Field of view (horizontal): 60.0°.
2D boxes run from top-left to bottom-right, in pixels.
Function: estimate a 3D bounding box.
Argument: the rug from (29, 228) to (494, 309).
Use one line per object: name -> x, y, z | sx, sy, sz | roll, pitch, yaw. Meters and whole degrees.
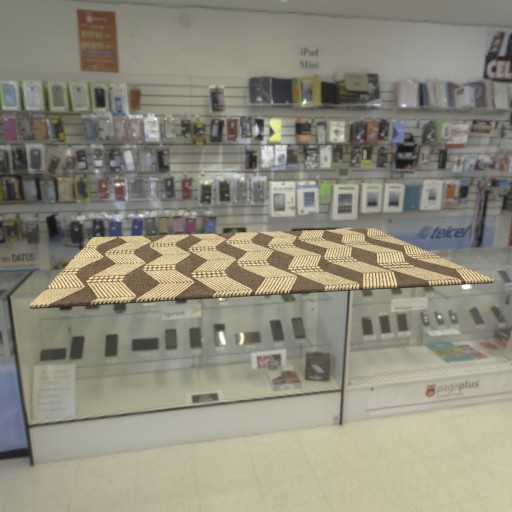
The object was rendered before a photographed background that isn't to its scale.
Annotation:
rug -> 0.000, 0.000, 2.285 | 1.833, 0.016, 1.210 | -2, 14, -9
